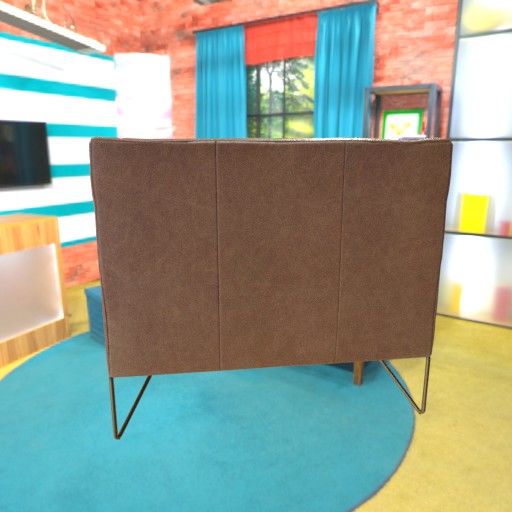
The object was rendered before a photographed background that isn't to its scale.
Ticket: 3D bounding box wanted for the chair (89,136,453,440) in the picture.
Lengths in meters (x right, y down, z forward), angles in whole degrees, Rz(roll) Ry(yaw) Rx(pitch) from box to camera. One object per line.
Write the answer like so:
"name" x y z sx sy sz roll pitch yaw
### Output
"chair" 0.000 0.000 1.577 0.920 0.797 0.912 -2 13 -8
